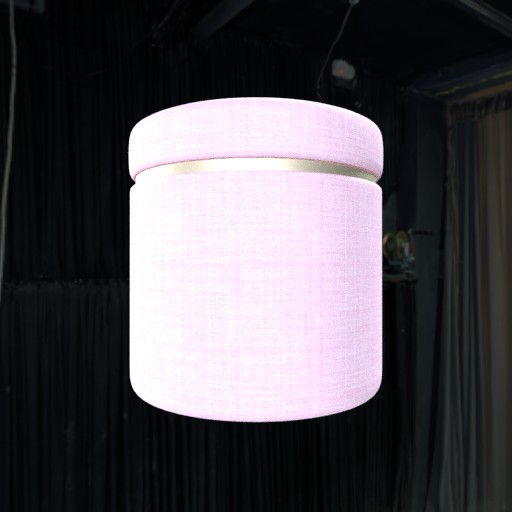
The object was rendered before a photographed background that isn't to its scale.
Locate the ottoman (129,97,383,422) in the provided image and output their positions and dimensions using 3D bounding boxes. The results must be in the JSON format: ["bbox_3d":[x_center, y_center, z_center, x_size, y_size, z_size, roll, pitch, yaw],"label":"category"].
[{"bbox_3d":[0.000,0.000,0.725,0.400,0.406,0.400,0,0,0],"label":"ottoman"}]
